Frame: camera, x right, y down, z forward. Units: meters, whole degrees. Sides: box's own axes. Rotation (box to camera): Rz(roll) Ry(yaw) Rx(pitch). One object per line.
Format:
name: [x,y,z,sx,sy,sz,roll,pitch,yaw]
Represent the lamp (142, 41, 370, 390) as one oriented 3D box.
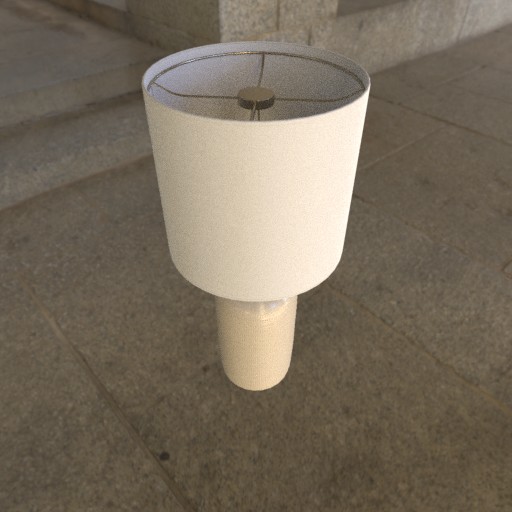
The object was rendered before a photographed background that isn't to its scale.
lamp: [0.000,0.000,0.591,0.220,0.475,0.220,13,43,14]
